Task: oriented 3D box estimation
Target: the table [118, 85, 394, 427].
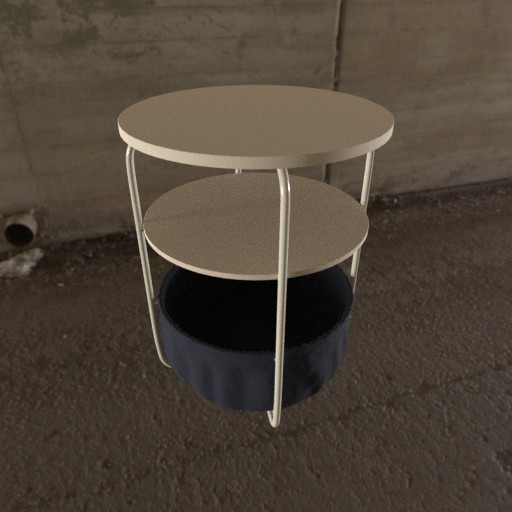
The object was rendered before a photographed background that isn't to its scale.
[{"bbox_3d":[0.000,0.000,0.834,0.418,0.532,0.418,20,37,29],"label":"table"}]
